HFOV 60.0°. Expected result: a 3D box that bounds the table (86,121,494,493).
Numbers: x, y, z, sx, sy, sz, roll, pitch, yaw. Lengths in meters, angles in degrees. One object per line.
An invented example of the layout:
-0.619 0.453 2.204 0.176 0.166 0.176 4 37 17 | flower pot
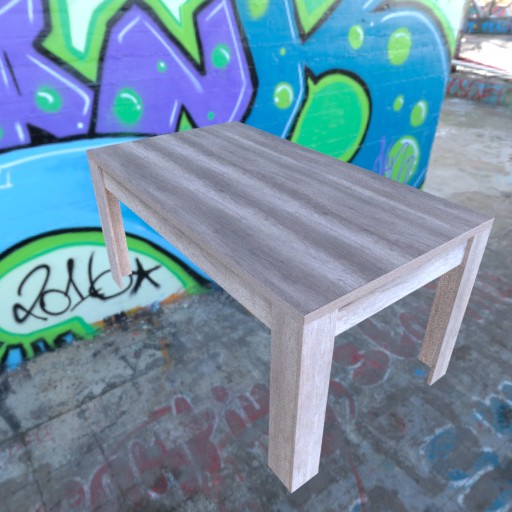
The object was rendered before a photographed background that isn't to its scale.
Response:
0.000 0.000 2.078 0.900 0.775 1.600 -22 38 -31 | table
